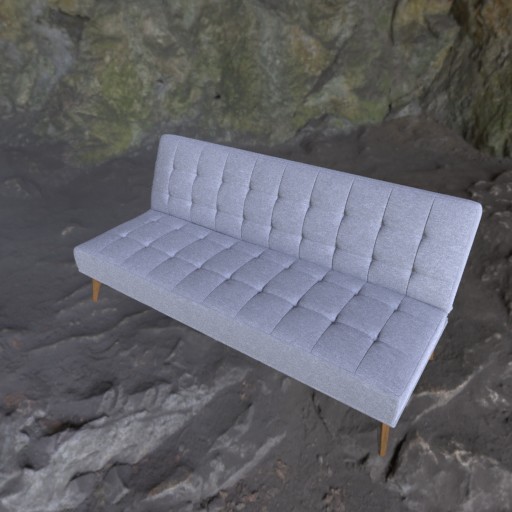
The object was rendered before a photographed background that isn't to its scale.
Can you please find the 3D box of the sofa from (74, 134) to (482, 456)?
[{"bbox_3d":[0.000,0.000,2.199,1.800,0.810,0.860,20,36,29],"label":"sofa"}]
